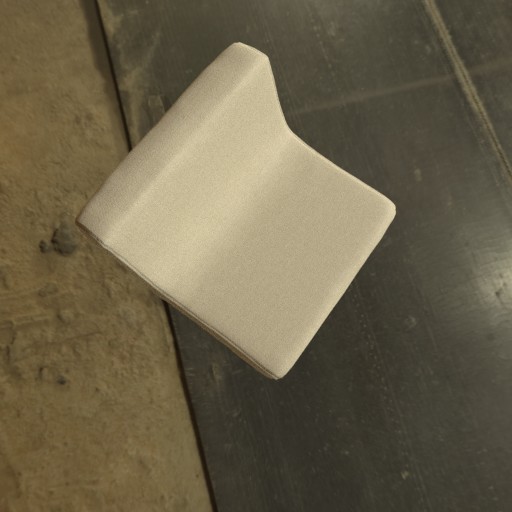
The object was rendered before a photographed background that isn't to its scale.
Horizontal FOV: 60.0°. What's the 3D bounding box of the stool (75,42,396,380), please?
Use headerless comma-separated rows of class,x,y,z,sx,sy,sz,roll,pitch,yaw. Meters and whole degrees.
stool,0.000,0.000,1.260,0.500,0.937,0.511,35,78,9
